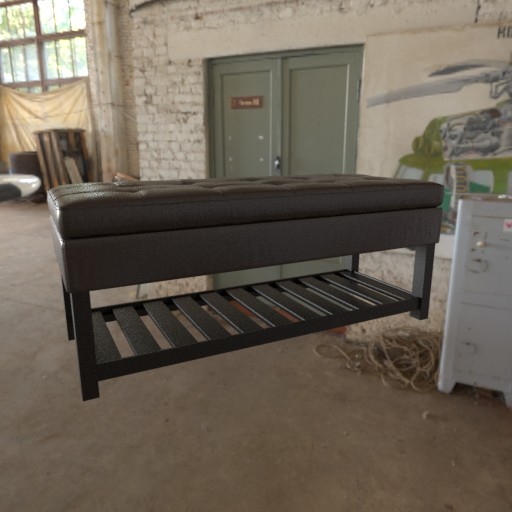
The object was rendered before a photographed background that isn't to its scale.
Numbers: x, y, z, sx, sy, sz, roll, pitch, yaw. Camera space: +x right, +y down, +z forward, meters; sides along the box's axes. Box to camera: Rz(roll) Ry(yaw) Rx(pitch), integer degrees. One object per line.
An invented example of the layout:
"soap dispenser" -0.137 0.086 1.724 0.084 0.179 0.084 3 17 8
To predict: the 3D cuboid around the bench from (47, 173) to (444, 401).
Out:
"bench" 0.000 0.000 1.349 1.105 0.460 0.432 -7 16 -26
